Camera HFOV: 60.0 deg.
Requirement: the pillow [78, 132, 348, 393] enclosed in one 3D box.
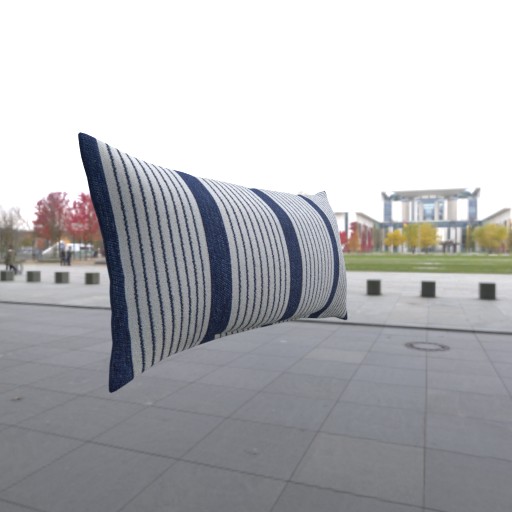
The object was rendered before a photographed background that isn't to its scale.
[{"bbox_3d":[0.000,0.000,0.739,0.156,0.292,0.608,1,1,36],"label":"pillow"}]
